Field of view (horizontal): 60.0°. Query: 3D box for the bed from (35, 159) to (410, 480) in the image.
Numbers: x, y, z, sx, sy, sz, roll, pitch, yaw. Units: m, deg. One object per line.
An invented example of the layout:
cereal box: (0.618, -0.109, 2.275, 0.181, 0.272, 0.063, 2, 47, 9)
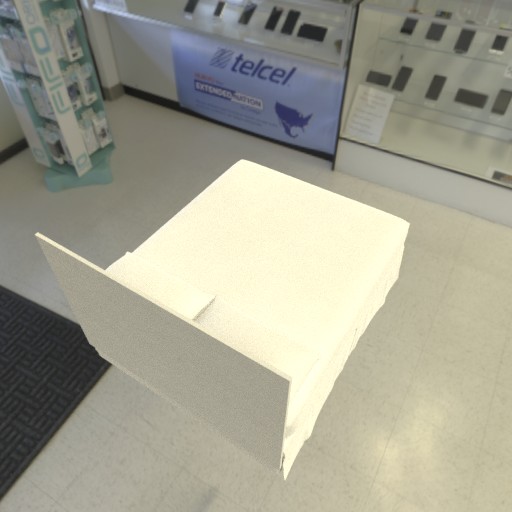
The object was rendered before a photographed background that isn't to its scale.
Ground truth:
bed: (0.000, 0.000, 3.222, 1.745, 1.335, 2.094, 25, 52, 22)
